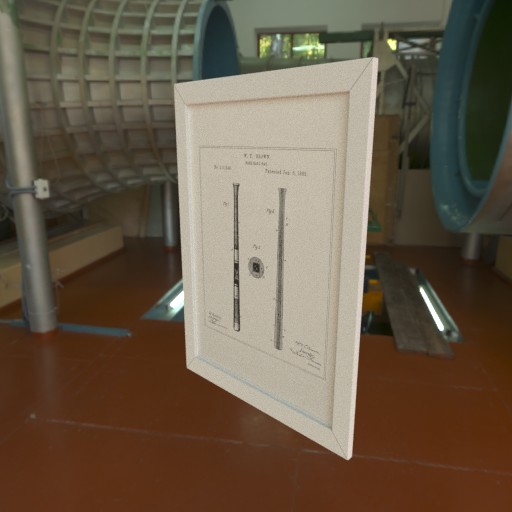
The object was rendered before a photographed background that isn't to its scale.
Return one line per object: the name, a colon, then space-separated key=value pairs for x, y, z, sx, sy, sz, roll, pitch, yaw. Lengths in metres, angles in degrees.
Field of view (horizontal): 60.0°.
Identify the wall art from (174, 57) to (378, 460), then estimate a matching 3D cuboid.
wall art: x=0.000 y=0.000 z=0.689 sx=0.374 sy=0.529 sz=0.012 roll=14 pitch=21 yaw=42
